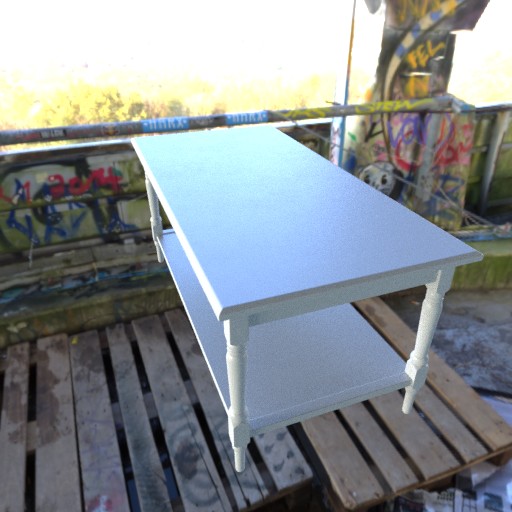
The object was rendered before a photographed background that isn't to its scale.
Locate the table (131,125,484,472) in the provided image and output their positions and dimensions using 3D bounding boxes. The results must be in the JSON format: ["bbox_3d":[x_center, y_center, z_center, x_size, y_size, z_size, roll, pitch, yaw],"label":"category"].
[{"bbox_3d":[0.000,0.000,1.371,0.551,0.506,1.109,-11,32,-18],"label":"table"}]
